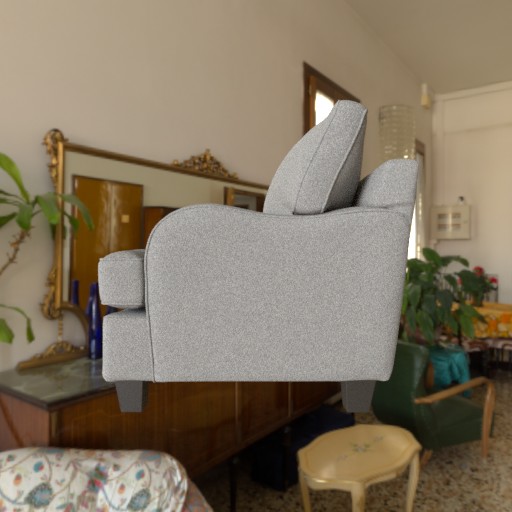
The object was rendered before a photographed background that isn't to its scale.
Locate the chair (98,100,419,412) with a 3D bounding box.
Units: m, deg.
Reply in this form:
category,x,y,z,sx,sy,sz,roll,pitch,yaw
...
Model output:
category,x,y,z,sx,sy,sz,roll,pitch,yaw
chair,0.000,0.000,1.990,1.040,1.016,1.220,0,0,0
